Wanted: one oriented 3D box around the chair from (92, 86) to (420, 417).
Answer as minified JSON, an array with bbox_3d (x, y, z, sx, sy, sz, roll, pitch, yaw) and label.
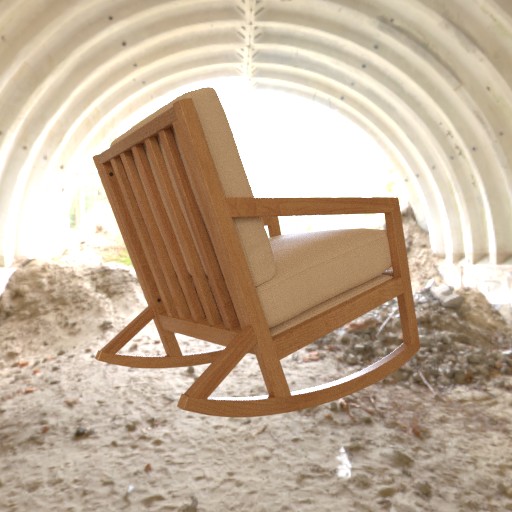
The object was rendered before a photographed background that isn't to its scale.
[{"bbox_3d":[0.000,0.000,1.428,0.857,0.790,0.622,1,-1,-36],"label":"chair"}]
